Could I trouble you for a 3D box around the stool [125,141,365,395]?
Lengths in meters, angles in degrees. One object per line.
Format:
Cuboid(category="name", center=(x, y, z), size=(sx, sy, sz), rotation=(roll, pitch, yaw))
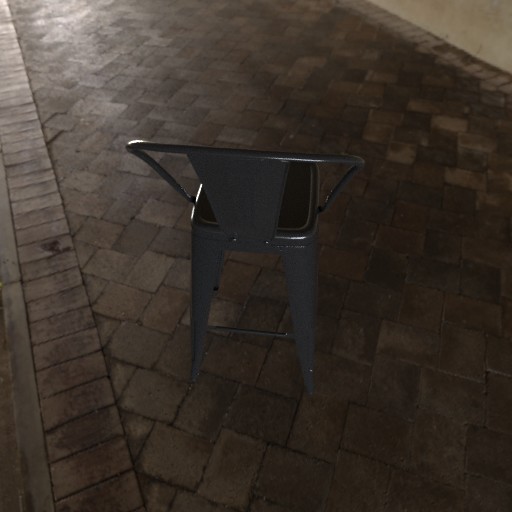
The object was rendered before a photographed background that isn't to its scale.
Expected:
Cuboid(category="stool", center=(0.000, 0.000, 1.242), size=(0.432, 1.022, 0.528), rotation=(5, 47, 5))
